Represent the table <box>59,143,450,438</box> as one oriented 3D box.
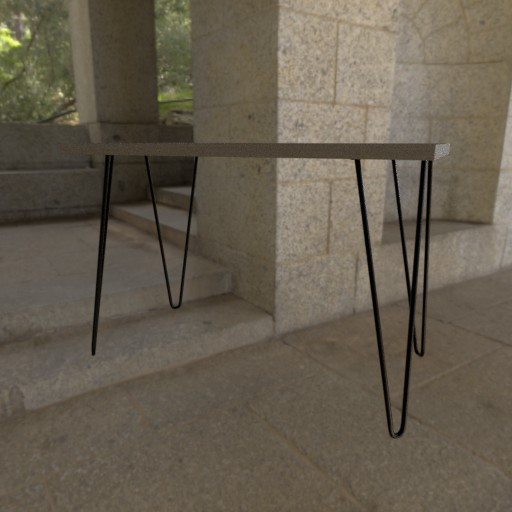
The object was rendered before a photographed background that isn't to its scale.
[{"bbox_3d":[0.000,0.000,1.341,0.991,0.660,0.499,7,16,25],"label":"table"}]
